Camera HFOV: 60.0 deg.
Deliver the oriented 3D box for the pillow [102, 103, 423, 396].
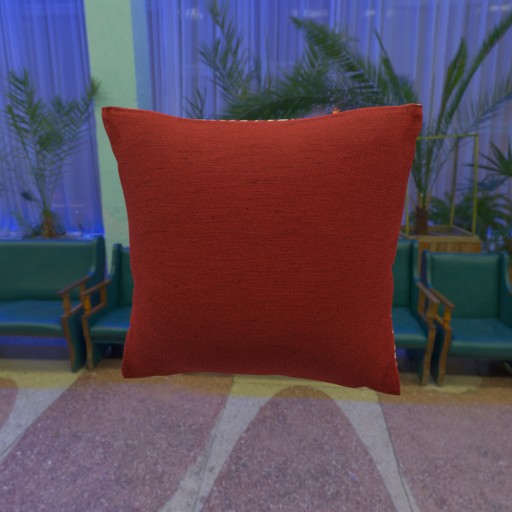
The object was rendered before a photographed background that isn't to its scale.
[{"bbox_3d":[0.000,0.000,0.645,0.438,0.419,0.162,2,14,7],"label":"pillow"}]
